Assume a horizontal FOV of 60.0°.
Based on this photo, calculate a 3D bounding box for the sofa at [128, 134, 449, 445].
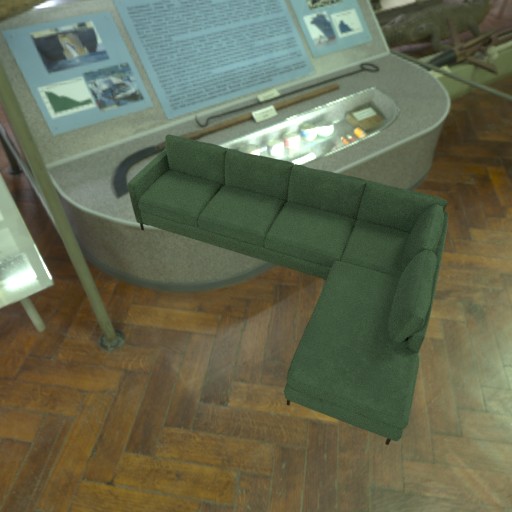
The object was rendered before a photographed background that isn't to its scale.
[{"bbox_3d":[0.000,0.000,3.231,2.486,0.687,1.707,17,47,16],"label":"sofa"}]
